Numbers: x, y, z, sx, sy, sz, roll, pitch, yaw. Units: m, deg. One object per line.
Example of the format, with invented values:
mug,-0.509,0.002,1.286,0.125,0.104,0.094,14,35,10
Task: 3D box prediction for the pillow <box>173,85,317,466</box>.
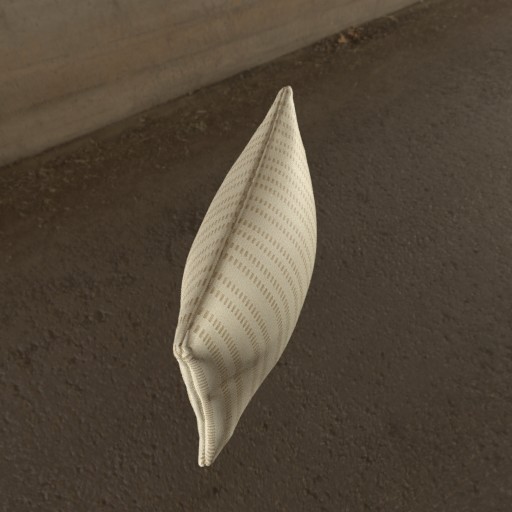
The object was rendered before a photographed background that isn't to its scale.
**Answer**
pillow,0.000,0.000,0.804,0.210,0.353,0.640,9,47,9
